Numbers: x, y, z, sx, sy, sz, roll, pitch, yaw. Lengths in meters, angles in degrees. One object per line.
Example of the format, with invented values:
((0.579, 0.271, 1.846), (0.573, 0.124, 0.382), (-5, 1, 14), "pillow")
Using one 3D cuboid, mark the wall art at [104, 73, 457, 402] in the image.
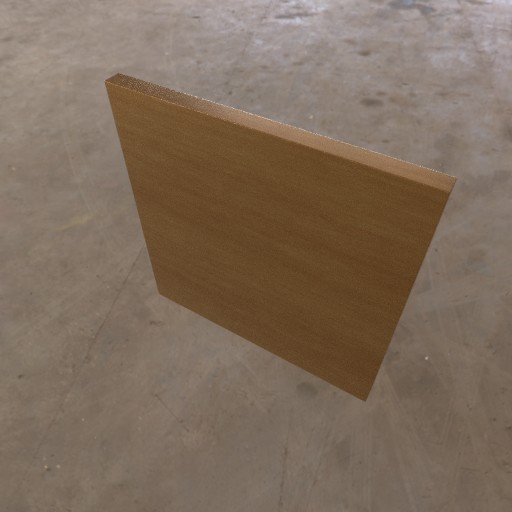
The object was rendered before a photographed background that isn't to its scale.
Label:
((0.000, 0.000, 0.453), (0.302, 0.302, 0.019), (24, 51, 21), "wall art")
